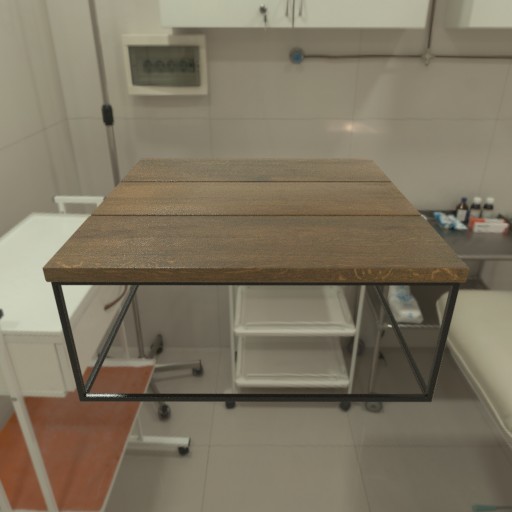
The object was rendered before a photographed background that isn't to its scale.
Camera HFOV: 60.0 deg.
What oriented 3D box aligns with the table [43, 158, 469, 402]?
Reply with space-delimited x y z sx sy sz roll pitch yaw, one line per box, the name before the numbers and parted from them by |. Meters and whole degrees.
table | 0.000 0.000 1.425 0.900 0.400 0.900 0 27 0
